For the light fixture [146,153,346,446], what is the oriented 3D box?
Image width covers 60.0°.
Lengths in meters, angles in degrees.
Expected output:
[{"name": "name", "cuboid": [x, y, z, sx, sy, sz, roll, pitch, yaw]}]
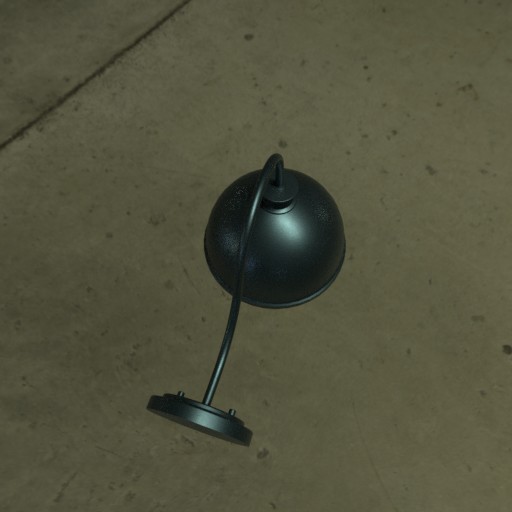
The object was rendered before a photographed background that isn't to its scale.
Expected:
[{"name": "light fixture", "cuboid": [0.000, 0.000, 0.620, 0.253, 0.295, 0.467, 16, 64, 8]}]
